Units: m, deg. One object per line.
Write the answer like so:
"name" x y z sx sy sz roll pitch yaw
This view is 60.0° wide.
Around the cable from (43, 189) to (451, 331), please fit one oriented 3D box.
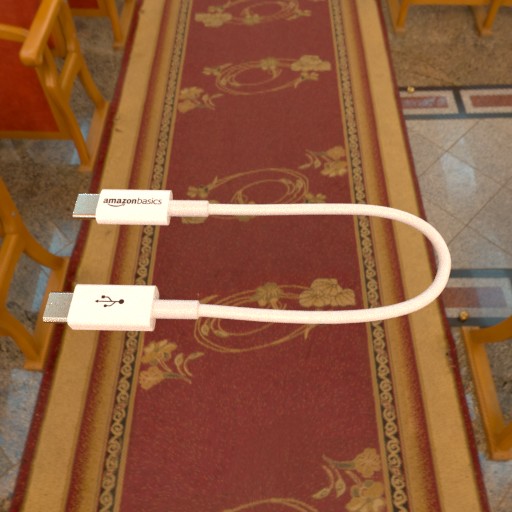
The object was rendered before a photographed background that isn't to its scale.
"cable" 0.000 0.000 0.113 0.098 0.006 0.040 1 59 1
